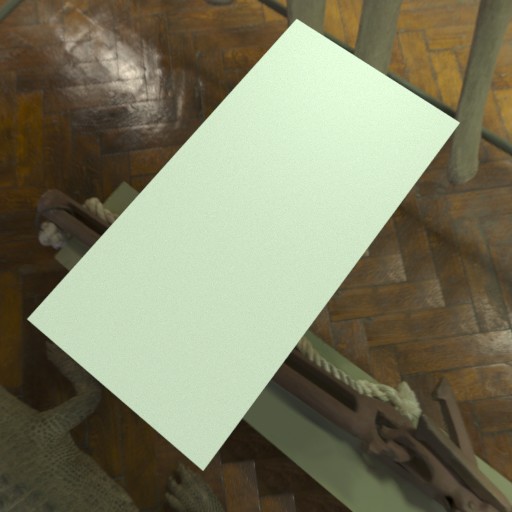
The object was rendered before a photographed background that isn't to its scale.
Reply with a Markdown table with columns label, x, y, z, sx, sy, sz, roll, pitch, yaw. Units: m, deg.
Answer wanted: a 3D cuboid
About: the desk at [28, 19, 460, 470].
| label | x | y | z | sx | sy | sz | roll | pitch | yaw |
| --- | --- | --- | --- | --- | --- | --- | --- | --- | --- |
| desk | 0.000 | 0.000 | 1.395 | 0.497 | 0.762 | 0.990 | 37 | 79 | 9 |
